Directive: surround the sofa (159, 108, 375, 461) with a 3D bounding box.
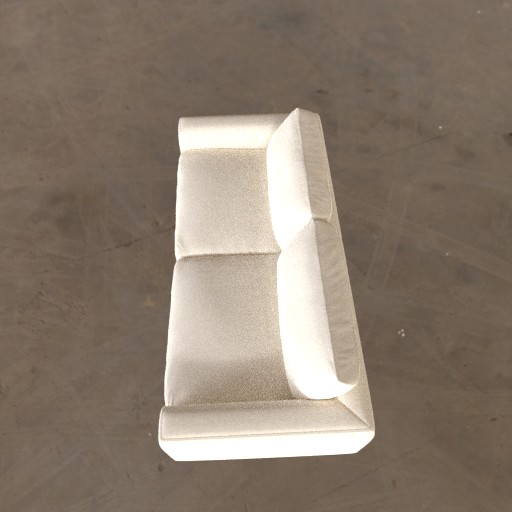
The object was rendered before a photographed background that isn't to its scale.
[{"bbox_3d":[0.000,0.000,2.796,1.070,0.801,2.262,-2,58,-1],"label":"sofa"}]
